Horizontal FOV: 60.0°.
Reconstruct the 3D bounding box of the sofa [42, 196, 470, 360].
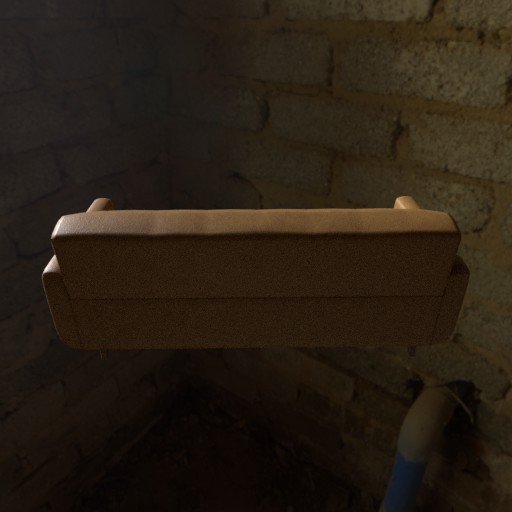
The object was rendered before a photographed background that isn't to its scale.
[{"bbox_3d":[0.000,0.000,2.637,2.137,0.892,0.980,0,31,-1],"label":"sofa"}]
